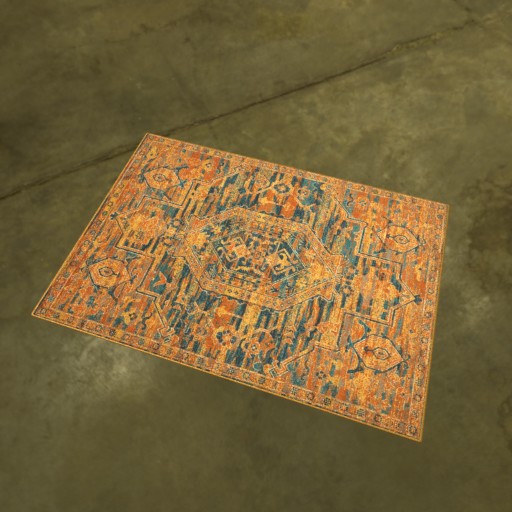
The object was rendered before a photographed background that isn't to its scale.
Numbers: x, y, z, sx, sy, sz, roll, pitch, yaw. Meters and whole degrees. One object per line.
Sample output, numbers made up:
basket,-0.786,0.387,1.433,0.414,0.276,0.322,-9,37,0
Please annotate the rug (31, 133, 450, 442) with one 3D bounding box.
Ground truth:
rug,0.000,0.000,3.614,2.916,0.019,2.043,15,60,9
